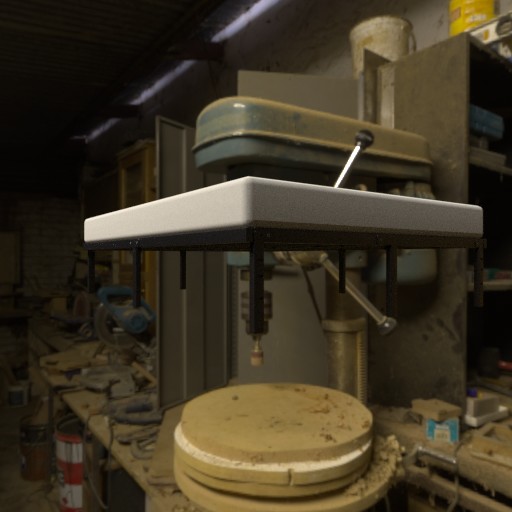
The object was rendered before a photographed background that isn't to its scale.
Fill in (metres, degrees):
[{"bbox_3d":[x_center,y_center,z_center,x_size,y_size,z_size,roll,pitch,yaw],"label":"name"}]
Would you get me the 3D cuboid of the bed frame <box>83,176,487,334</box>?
[{"bbox_3d":[0.000,0.000,3.506,1.990,0.680,2.635,0,0,-35],"label":"bed frame"}]
